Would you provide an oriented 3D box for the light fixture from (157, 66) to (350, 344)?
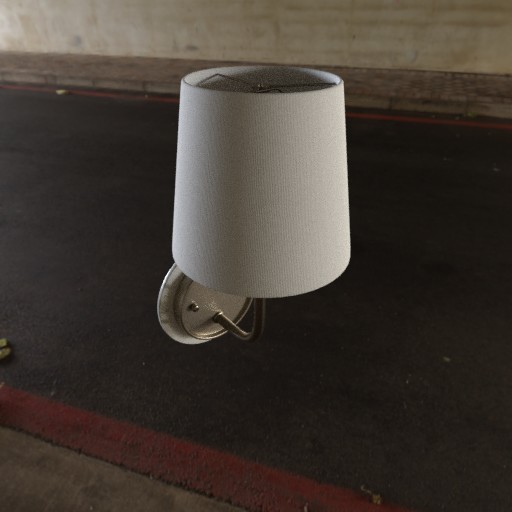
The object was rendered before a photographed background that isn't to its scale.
[{"bbox_3d":[0.000,0.000,0.443,0.168,0.337,0.188,-23,38,-33],"label":"light fixture"}]
